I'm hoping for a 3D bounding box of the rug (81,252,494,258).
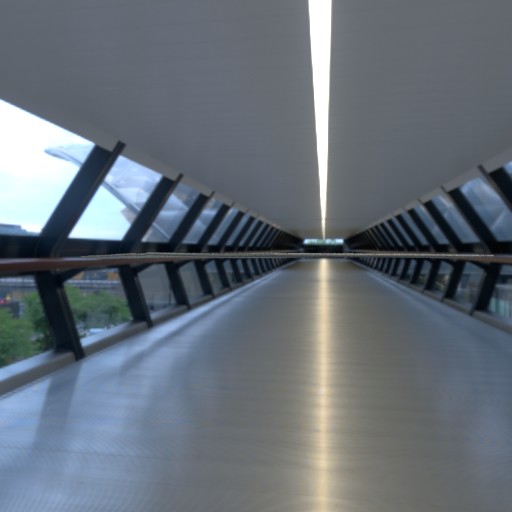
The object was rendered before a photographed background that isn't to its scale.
[{"bbox_3d":[0.000,0.000,2.948,1.616,0.030,2.338,0,0,-37],"label":"rug"}]
